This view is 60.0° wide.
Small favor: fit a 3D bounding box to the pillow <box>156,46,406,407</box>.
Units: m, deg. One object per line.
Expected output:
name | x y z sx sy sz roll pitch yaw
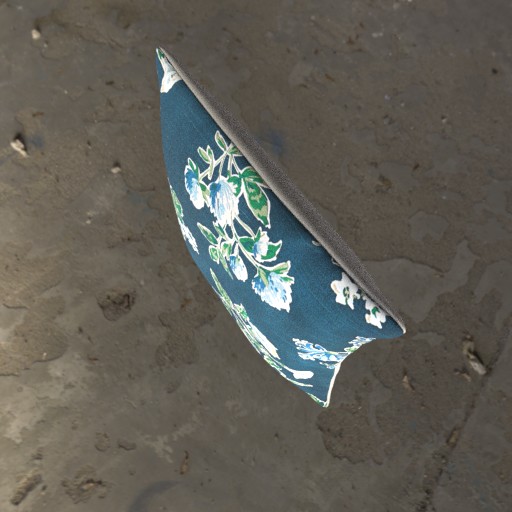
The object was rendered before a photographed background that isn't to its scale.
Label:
pillow | 0.000 0.000 0.775 0.166 0.508 0.525 -32 68 -15
